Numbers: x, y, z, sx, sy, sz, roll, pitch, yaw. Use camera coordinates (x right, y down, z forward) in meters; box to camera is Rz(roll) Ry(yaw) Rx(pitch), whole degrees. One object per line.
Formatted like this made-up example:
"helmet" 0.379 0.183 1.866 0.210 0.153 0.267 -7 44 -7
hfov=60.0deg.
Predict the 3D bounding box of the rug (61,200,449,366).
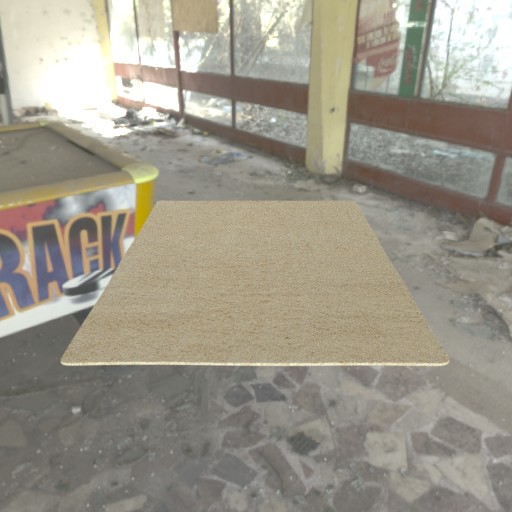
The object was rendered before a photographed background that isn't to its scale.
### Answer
"rug" 0.000 0.000 4.043 2.401 0.025 3.001 0 26 0
